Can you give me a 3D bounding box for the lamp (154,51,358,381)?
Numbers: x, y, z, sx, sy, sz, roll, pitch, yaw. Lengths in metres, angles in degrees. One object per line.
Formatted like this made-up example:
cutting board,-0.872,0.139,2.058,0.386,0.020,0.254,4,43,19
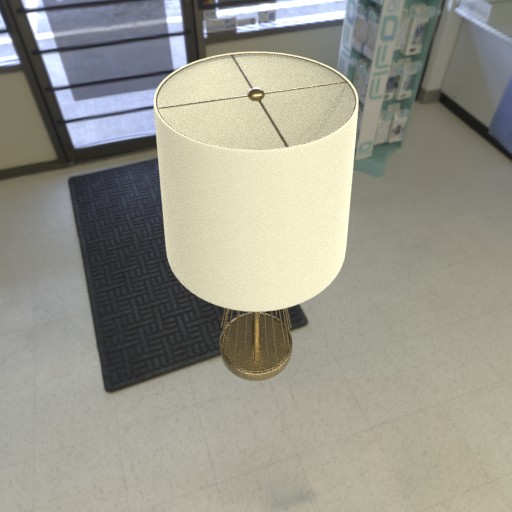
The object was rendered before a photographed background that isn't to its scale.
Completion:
lamp,0.000,0.000,0.786,0.303,0.618,0.303,0,47,0
